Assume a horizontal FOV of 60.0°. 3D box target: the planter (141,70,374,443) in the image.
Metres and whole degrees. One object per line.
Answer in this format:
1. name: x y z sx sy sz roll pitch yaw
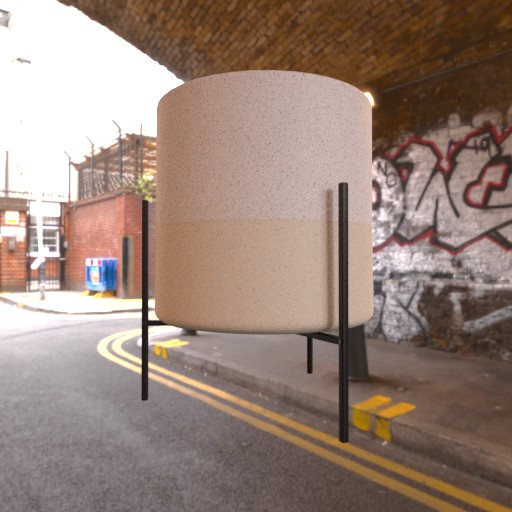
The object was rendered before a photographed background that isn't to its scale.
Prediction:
1. planter: 0.000 0.000 0.653 0.335 0.423 0.313 0 0 -1
